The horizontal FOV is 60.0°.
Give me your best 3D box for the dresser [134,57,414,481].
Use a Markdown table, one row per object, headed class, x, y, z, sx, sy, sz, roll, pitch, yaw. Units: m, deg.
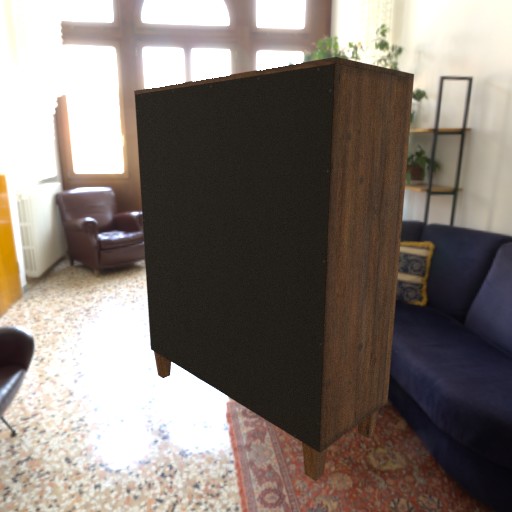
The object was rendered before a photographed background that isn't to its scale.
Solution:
| class | x | y | z | sx | sy | sz | roll | pitch | yaw |
| --- | --- | --- | --- | --- | --- | --- | --- | --- | --- |
| dresser | 0.000 | 0.000 | 1.859 | 0.438 | 1.359 | 1.067 | -13 | 19 | -42 |
